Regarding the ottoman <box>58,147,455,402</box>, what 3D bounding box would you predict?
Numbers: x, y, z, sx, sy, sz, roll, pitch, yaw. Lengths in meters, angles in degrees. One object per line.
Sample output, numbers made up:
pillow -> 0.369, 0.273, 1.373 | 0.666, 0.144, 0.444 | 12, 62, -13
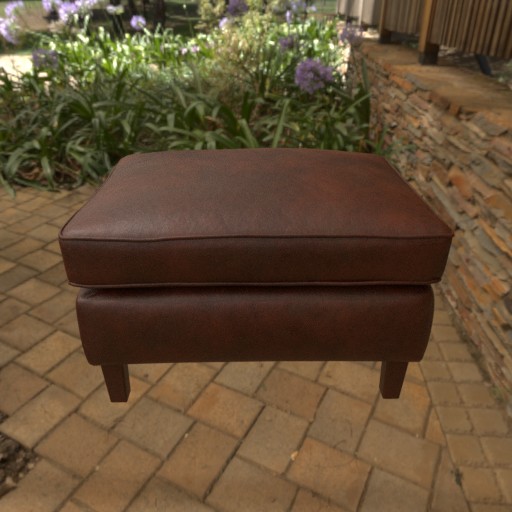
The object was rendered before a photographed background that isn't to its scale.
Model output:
ottoman -> 0.000, 0.000, 0.987 | 0.665, 0.432, 0.501 | 0, 29, -1
